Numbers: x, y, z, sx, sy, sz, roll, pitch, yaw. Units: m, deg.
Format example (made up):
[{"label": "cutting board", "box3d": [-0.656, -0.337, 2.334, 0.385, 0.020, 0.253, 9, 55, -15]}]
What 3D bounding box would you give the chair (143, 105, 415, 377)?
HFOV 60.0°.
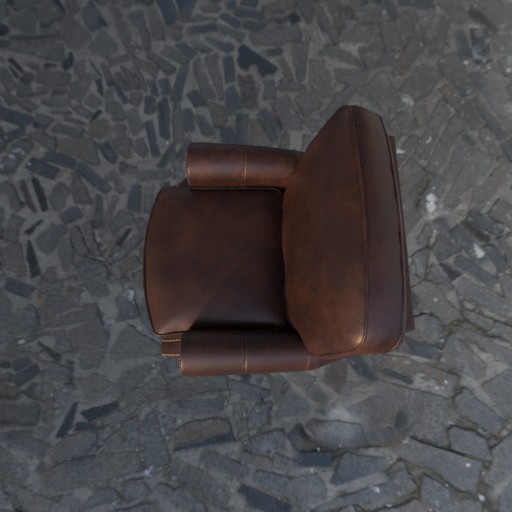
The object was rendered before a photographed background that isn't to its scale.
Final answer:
[{"label": "chair", "box3d": [0.000, 0.000, 1.791, 0.986, 1.018, 0.936, -1, 75, 0]}]
